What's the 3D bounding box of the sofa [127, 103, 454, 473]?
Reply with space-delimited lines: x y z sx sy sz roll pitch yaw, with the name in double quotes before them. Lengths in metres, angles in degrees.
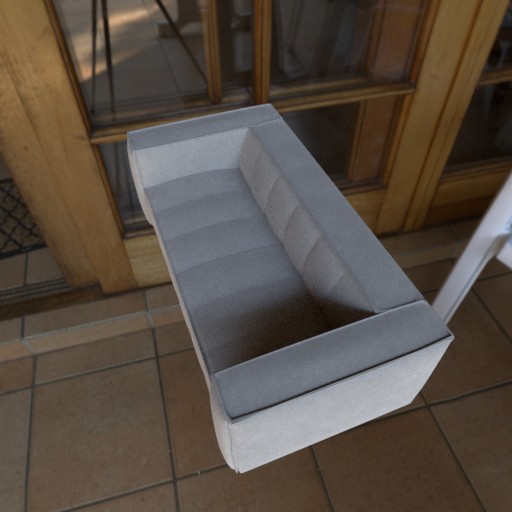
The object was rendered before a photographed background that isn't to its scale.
"sofa" 0.000 0.000 2.521 1.038 0.680 1.995 -16 51 -14
